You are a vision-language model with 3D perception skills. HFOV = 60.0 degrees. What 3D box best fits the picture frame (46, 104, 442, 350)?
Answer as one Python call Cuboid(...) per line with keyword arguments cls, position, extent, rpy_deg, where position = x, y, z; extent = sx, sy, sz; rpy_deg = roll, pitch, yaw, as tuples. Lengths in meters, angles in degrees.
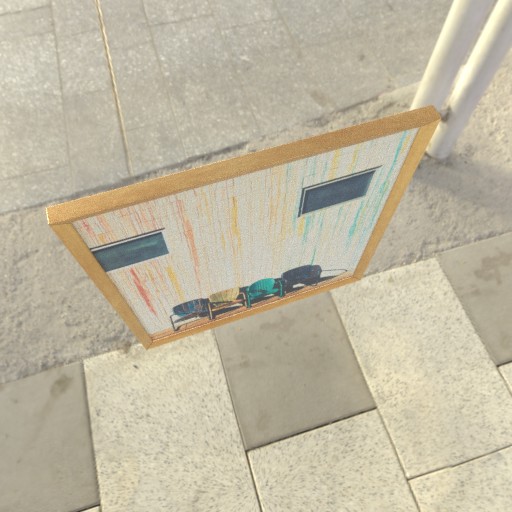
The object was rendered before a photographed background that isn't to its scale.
Cuboid(cls="picture frame", position=(0.000, 0.000, 1.154), extent=(0.758, 0.761, 0.037), rpy_deg=(-17, 63, -9))
